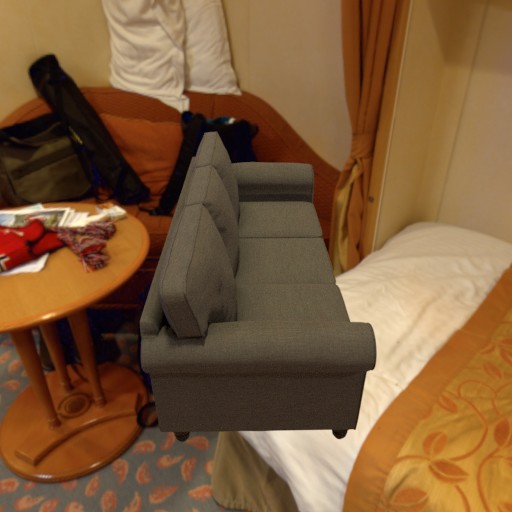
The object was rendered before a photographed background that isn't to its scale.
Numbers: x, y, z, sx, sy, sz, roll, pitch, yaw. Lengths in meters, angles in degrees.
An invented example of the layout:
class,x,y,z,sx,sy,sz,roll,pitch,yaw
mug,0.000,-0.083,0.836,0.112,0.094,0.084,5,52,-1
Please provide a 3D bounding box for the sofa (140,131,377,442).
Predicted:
class,x,y,z,sx,sy,sz,roll,pitch,yaw
sofa,0.000,0.000,2.628,0.909,0.966,2.084,-1,31,-1
